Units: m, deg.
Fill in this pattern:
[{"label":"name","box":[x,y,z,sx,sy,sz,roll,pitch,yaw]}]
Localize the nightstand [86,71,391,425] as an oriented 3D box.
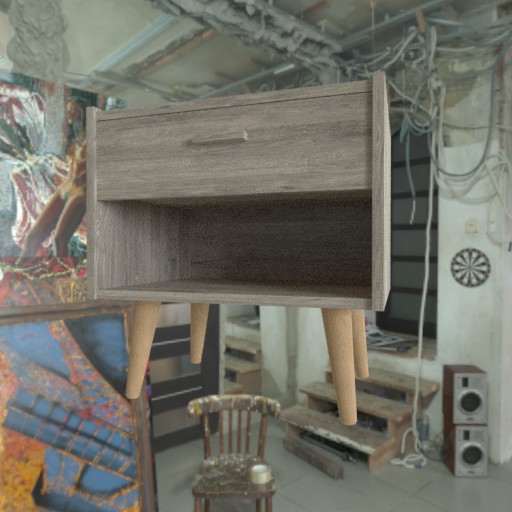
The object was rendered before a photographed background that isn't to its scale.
[{"label":"nightstand","box":[0.000,0.000,0.842,0.480,0.500,0.380,0,1,18]}]
